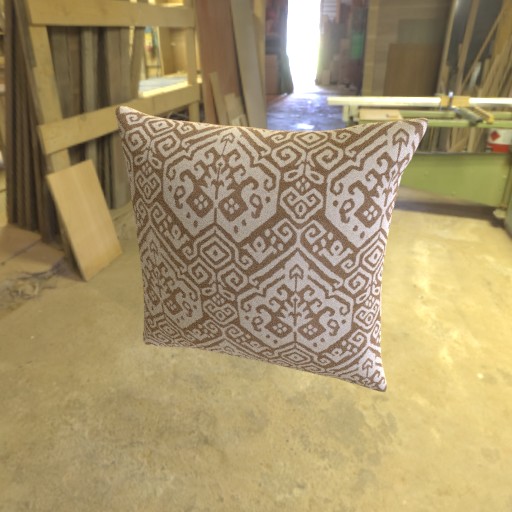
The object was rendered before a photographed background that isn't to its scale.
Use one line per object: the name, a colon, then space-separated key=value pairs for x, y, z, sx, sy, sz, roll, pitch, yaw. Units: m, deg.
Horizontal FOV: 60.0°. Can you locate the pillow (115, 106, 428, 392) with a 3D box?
pillow: x=0.000 y=0.000 z=0.650 sx=0.419 sy=0.407 sz=0.173 roll=7 pitch=27 yaw=15
